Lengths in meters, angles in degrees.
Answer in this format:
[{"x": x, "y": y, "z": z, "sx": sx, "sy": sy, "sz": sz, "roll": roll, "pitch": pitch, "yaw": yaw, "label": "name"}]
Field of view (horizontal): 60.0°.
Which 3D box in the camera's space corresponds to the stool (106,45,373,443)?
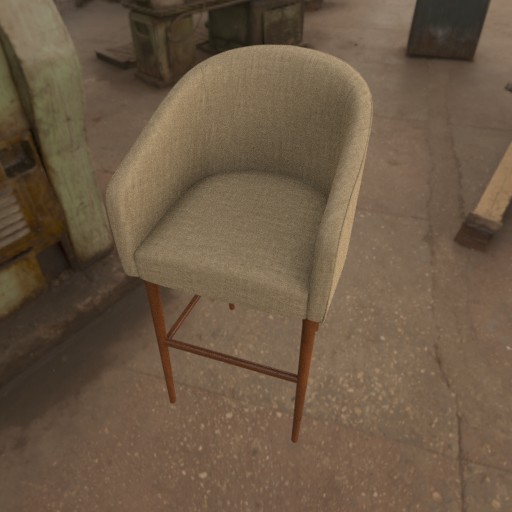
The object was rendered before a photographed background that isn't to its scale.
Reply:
[{"x": 0.000, "y": 0.000, "z": 1.384, "sx": 0.559, "sy": 1.078, "sz": 0.607, "roll": 13, "pitch": 42, "yaw": 14, "label": "stool"}]
